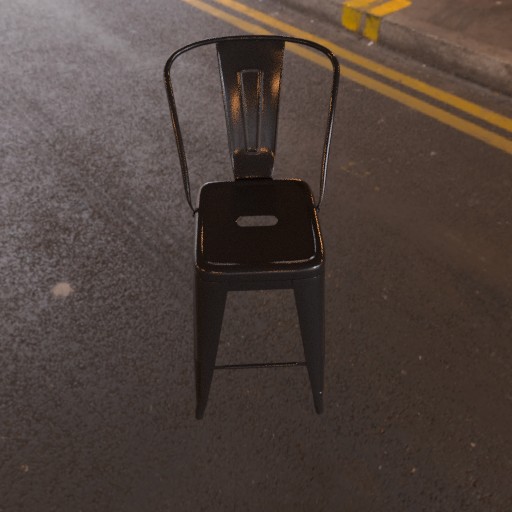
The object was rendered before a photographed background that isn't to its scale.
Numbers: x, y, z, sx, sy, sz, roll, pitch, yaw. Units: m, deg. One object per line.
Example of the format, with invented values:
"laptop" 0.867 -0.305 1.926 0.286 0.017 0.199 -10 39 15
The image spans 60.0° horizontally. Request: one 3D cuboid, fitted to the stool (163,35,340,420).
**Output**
"stool" 0.000 0.000 1.274 0.432 1.022 0.528 -2 48 -2
